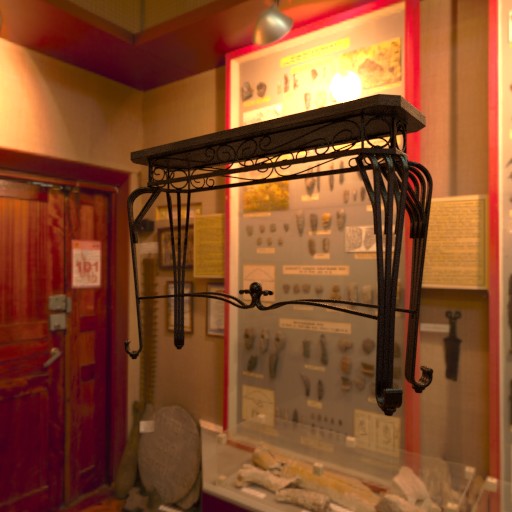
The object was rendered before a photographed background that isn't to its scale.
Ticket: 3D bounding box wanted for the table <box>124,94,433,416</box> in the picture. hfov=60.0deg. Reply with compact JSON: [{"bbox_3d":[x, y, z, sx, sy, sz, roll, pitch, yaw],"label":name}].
[{"bbox_3d":[0.000,0.000,1.517,1.112,0.800,0.329,0,0,38],"label":"table"}]
